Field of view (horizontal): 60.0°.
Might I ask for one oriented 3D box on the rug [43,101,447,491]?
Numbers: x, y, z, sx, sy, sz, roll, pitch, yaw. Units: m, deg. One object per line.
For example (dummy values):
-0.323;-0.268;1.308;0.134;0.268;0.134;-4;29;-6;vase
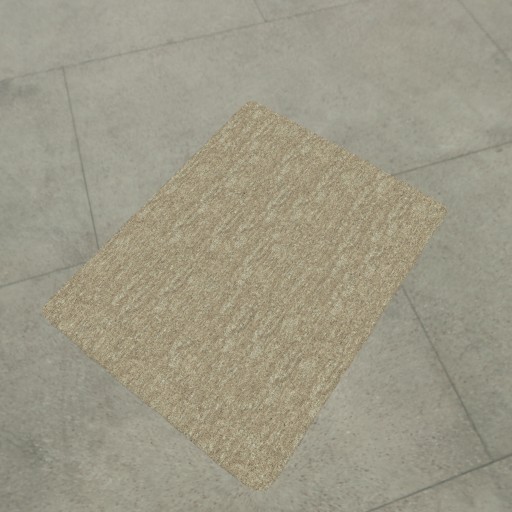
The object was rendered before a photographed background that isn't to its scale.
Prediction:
0.000;0.000;3.731;2.242;0.050;2.873;33;68;15;rug
